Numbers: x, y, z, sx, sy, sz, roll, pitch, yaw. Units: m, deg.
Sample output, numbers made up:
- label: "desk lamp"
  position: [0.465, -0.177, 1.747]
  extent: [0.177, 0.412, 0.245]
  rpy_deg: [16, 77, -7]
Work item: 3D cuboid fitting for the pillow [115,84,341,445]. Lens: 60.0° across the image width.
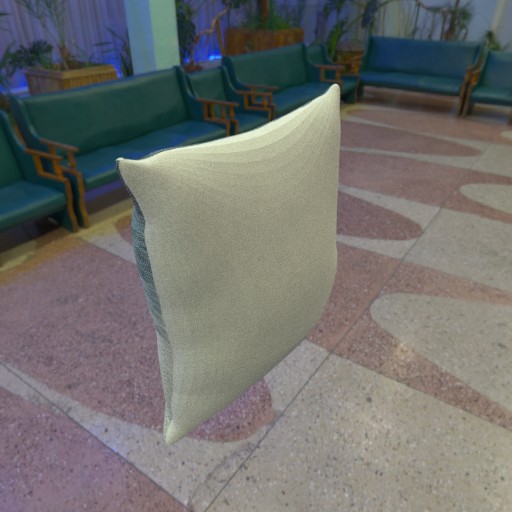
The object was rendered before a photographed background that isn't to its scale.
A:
- label: "pillow"
  position: [0.000, 0.000, 0.678]
  extent: [0.182, 0.441, 0.440]
  rpy_deg: [22, 38, 32]
